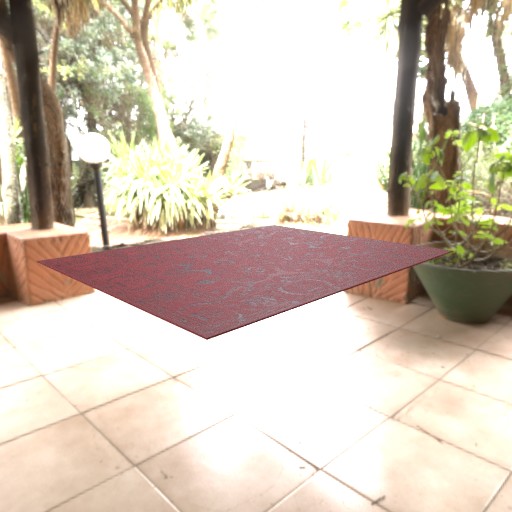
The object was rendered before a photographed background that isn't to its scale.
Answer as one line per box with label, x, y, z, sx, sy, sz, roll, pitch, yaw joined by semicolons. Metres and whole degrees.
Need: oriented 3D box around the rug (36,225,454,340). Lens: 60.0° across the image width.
rug;0.000;0.000;3.934;2.929;0.012;2.300;-12;17;-43
